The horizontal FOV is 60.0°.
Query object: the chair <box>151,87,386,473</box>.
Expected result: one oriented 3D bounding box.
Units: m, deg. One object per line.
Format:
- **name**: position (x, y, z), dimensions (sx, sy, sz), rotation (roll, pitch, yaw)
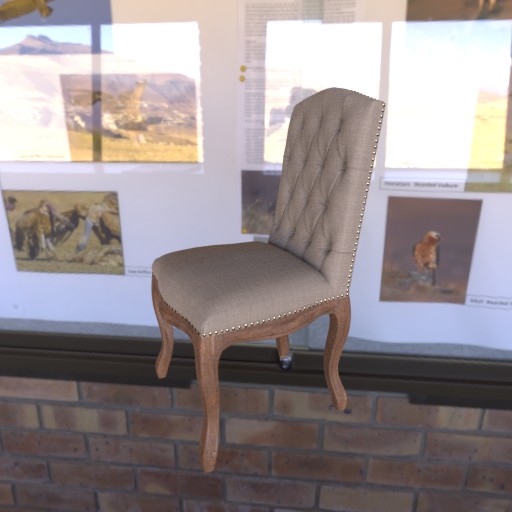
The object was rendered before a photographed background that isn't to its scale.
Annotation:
- **chair**: position (0.000, 0.000, 1.647), dimensions (0.731, 1.191, 0.637), rotation (-8, 19, -25)
